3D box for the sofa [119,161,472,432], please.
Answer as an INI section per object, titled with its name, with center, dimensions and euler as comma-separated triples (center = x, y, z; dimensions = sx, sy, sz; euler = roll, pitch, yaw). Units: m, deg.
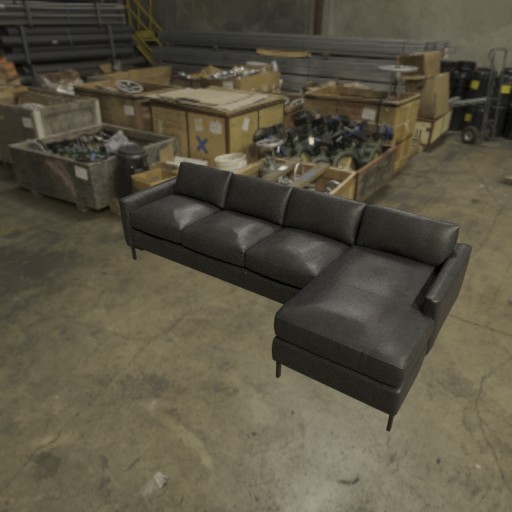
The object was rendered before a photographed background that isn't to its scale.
[sofa]
center = 0.000, 0.000, 3.669
dimensions = 2.993, 0.859, 1.471
euler = 19, 34, 30
